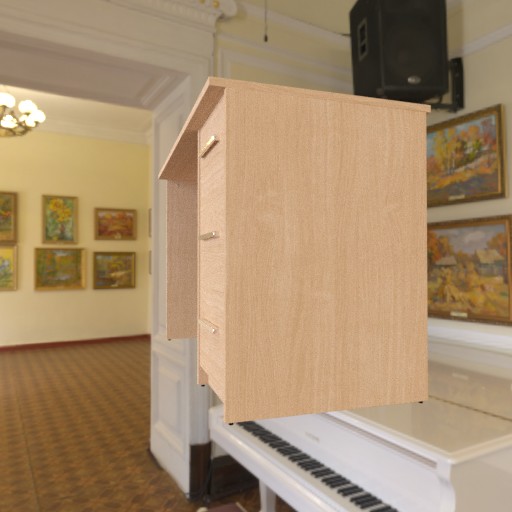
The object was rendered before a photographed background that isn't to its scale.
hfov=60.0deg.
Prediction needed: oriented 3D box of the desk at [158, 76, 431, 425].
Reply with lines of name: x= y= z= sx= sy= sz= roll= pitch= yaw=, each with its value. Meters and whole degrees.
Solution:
desk: x=0.000 y=0.000 z=1.532 sx=0.560 sy=0.735 sz=1.097 roll=0 pitch=-1 yaw=-18
